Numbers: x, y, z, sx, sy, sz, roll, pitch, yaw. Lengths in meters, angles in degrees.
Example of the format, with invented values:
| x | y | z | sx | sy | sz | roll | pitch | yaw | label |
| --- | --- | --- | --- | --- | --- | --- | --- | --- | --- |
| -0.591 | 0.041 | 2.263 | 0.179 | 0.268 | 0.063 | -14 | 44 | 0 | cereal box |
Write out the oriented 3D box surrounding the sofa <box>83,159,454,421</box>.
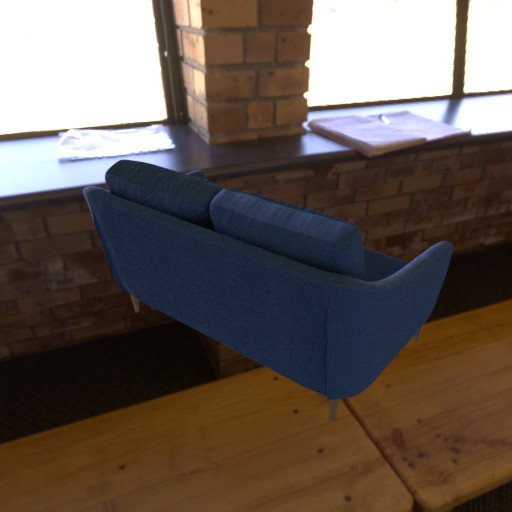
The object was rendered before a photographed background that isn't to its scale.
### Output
| x | y | z | sx | sy | sz | roll | pitch | yaw | label |
| --- | --- | --- | --- | --- | --- | --- | --- | --- | --- |
| 0.000 | 0.000 | 2.216 | 1.619 | 0.902 | 0.960 | 21 | 36 | 31 | sofa |
